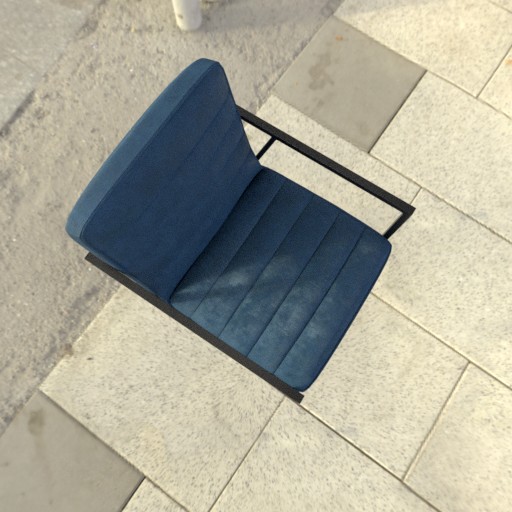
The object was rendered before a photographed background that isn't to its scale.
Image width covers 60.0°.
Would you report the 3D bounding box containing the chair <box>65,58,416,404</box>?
[{"bbox_3d":[0.000,0.000,1.314,0.677,0.833,0.571,32,78,8],"label":"chair"}]
